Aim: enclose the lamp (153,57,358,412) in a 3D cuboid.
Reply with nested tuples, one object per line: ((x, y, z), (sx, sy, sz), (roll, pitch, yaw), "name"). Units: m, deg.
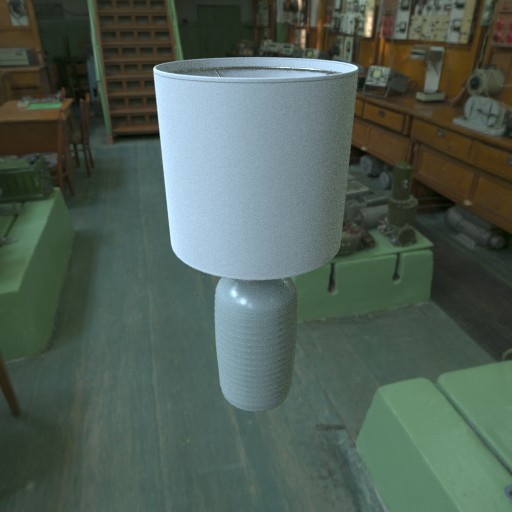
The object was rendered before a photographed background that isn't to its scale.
((0.000, 0.000, 0.599), (0.220, 0.475, 0.220), (-8, 29, -14), "lamp")
